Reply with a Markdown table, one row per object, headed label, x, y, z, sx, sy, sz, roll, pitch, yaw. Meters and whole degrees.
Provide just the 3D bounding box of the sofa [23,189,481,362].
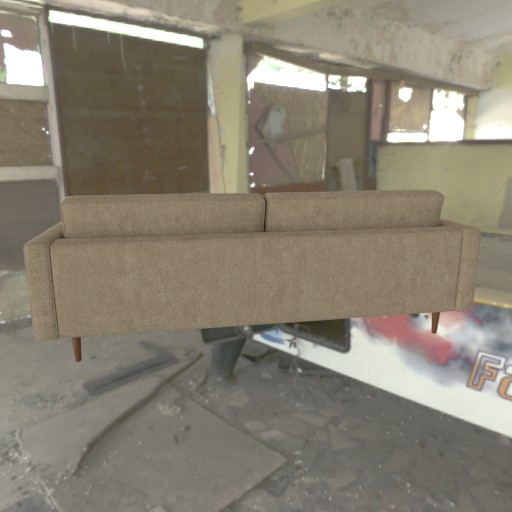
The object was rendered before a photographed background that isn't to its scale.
| label | x | y | z | sx | sy | sz | roll | pitch | yaw |
| --- | --- | --- | --- | --- | --- | --- | --- | --- | --- |
| sofa | 0.000 | 0.000 | 2.539 | 2.200 | 0.770 | 0.919 | -2 | 14 | -10 |
